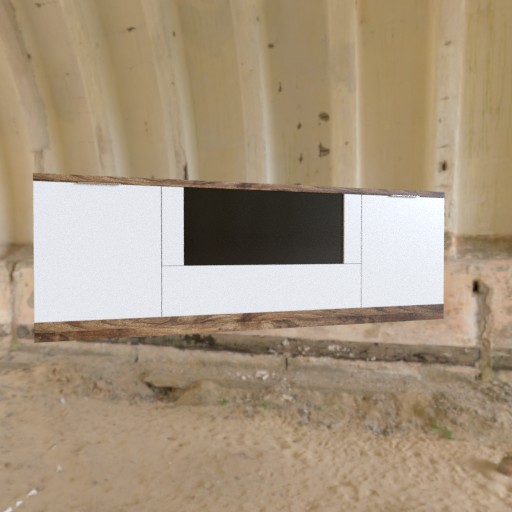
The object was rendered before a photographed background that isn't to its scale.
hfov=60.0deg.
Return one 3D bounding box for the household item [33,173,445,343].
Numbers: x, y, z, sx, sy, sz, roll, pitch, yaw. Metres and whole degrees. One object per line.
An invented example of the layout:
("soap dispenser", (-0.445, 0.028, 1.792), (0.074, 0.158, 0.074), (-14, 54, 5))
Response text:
("household item", (0.000, 0.000, 2.045), (1.800, 0.615, 0.390), (0, 1, -18))
